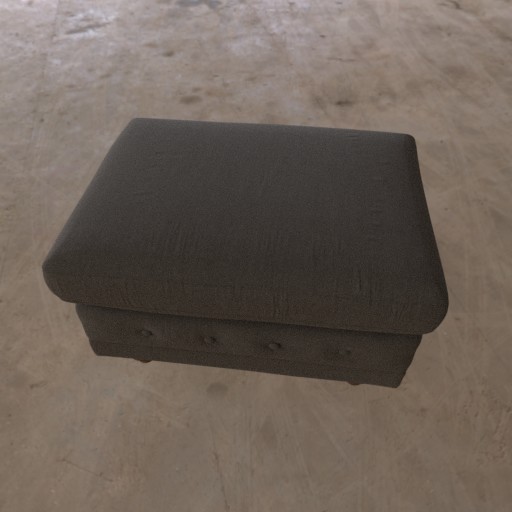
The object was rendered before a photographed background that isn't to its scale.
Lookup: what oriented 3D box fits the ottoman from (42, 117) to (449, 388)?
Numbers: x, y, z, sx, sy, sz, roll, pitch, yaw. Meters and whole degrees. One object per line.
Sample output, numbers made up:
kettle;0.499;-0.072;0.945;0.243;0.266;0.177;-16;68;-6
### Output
ottoman;0.000;0.000;1.131;0.771;0.500;0.569;5;47;5
